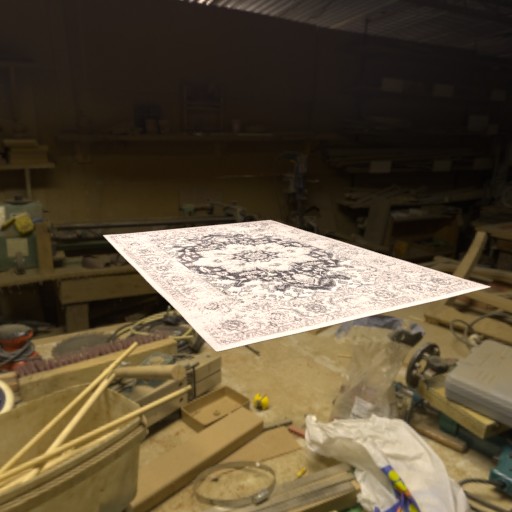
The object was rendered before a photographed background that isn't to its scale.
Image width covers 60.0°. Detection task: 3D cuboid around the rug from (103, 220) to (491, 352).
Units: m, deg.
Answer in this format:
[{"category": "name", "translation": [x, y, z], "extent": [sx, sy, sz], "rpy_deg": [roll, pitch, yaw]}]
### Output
[{"category": "rug", "translation": [0.000, 0.000, 2.306], "extent": [1.223, 0.008, 1.813], "rpy_deg": [-8, 16, -27]}]
